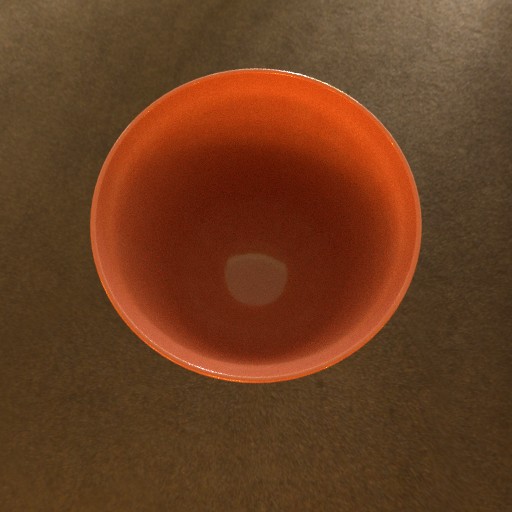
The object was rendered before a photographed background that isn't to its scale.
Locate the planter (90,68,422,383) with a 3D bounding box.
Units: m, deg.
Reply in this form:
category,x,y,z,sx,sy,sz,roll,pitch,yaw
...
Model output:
category,x,y,z,sx,sy,sz,roll,pitch,yaw
planter,0.000,0.000,0.364,0.195,0.214,0.195,0,76,0
